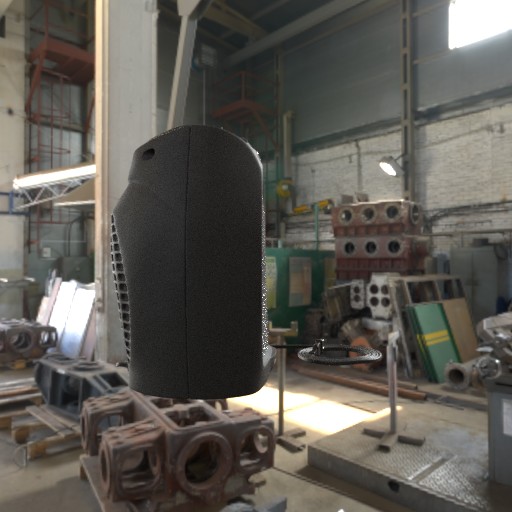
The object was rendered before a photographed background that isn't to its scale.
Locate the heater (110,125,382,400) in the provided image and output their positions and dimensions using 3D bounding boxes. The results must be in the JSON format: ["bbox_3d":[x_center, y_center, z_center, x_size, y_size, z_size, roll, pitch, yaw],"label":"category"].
[{"bbox_3d":[0.000,0.000,0.464,0.291,0.240,0.239,0,-1,2],"label":"heater"}]
